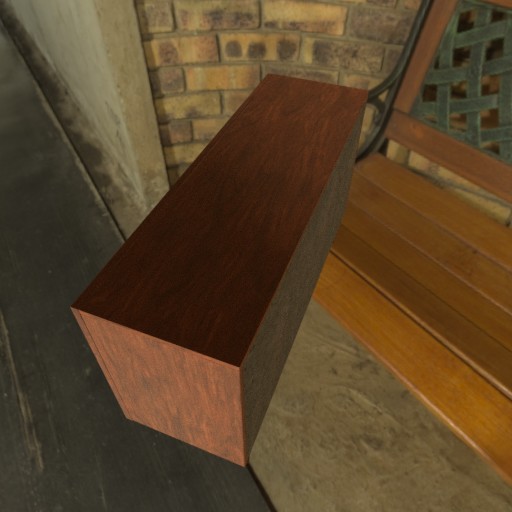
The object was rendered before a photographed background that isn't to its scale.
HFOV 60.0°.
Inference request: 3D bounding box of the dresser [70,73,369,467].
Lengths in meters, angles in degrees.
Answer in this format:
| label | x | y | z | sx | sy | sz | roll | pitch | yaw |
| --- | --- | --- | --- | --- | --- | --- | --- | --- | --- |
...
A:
| label | x | y | z | sx | sy | sz | roll | pitch | yaw |
| --- | --- | --- | --- | --- | --- | --- | --- | --- | --- |
| dresser | 0.000 | 0.000 | 1.888 | 0.500 | 0.889 | 1.472 | 16 | 49 | 15 |
